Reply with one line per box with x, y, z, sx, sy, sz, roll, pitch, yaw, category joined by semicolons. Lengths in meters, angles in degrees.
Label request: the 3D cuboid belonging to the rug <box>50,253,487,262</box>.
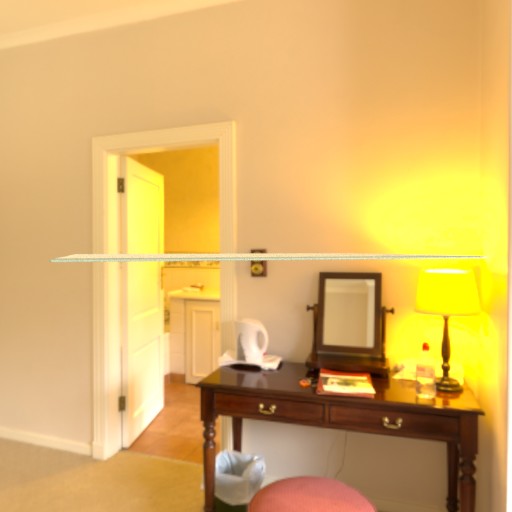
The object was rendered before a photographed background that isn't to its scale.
0.000;0.000;3.455;2.746;0.018;1.819;0;1;-19;rug
